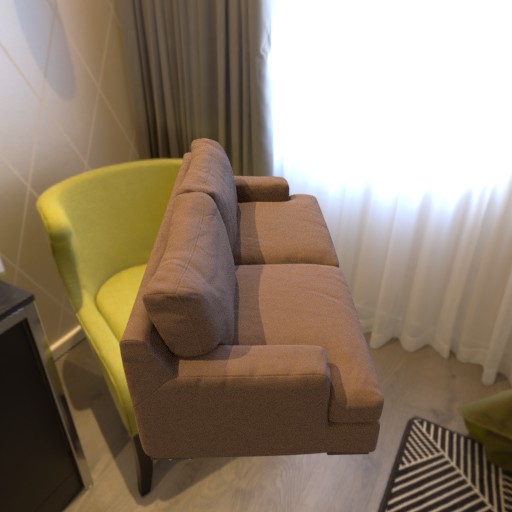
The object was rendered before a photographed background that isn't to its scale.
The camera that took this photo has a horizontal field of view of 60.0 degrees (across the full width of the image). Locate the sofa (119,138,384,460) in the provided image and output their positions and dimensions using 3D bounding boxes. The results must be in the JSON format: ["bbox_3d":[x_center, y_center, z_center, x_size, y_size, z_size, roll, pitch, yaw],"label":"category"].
[{"bbox_3d":[0.000,0.000,2.834,1.140,0.950,2.274,-1,32,-1],"label":"sofa"}]
